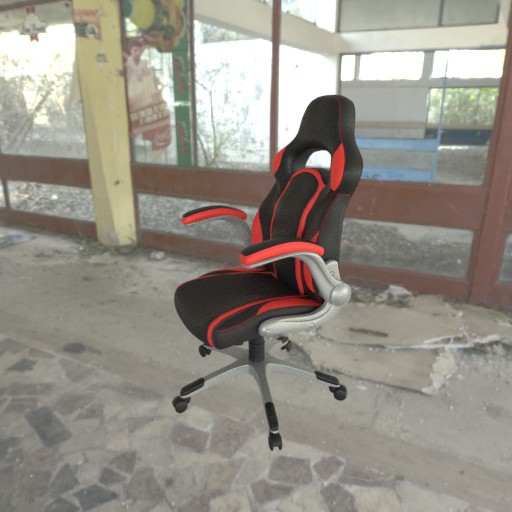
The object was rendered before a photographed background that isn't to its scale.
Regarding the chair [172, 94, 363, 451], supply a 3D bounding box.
[{"bbox_3d":[0.000,0.000,1.686,0.712,1.165,0.758,-9,20,-25],"label":"chair"}]
